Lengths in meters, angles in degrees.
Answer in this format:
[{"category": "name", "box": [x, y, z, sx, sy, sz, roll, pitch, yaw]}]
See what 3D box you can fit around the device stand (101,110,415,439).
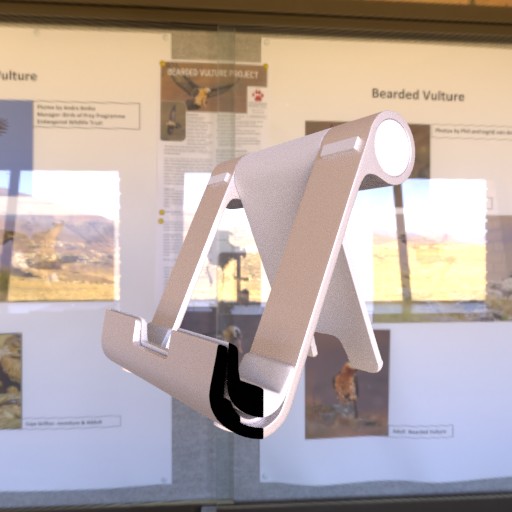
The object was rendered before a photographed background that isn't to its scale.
[{"category": "device stand", "box": [0.000, 0.000, 0.152, 0.079, 0.084, 0.086, 0, 0, -36]}]
